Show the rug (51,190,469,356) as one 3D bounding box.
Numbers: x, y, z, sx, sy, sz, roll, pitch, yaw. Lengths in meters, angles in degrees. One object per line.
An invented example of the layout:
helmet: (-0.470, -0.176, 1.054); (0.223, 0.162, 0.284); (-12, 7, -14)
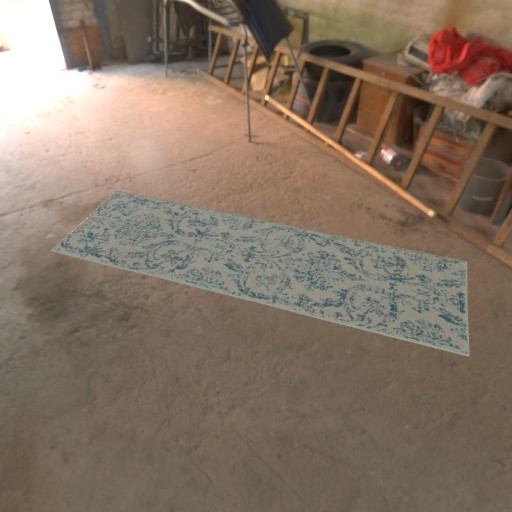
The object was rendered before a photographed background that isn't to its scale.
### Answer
rug: (0.000, 0.000, 2.441); (2.196, 0.011, 0.662); (13, 42, 14)
